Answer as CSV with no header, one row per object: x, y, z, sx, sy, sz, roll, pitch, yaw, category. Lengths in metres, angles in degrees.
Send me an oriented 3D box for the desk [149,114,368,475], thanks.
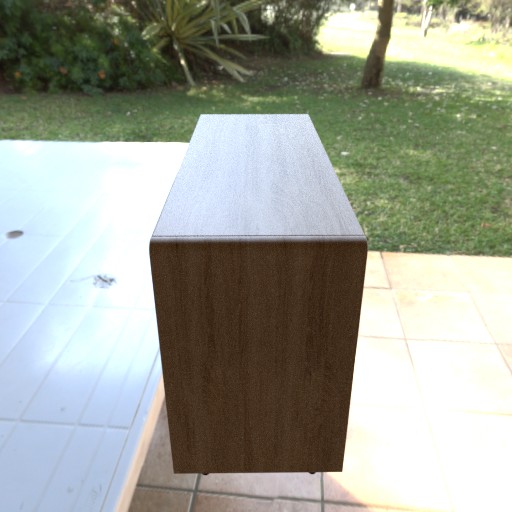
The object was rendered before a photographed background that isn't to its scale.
0.000,0.000,1.684,0.500,0.750,1.300,0,31,-1,desk
